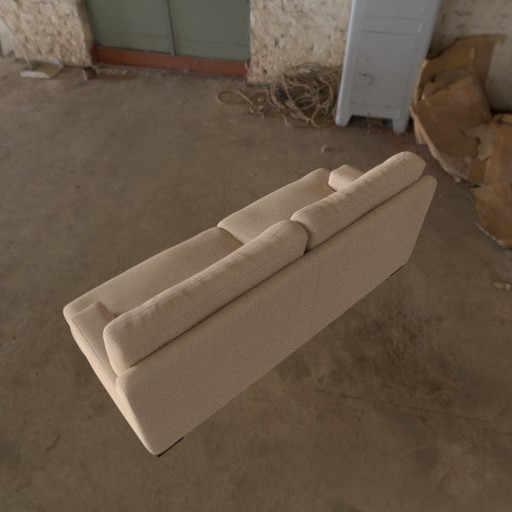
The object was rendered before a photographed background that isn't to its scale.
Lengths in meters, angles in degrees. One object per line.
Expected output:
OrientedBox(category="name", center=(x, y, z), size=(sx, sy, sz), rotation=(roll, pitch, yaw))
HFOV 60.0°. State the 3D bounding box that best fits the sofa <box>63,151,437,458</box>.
OrientedBox(category="sofa", center=(0.000, 0.000, 2.656), size=(2.147, 0.925, 0.929), rotation=(-31, 53, -27))
